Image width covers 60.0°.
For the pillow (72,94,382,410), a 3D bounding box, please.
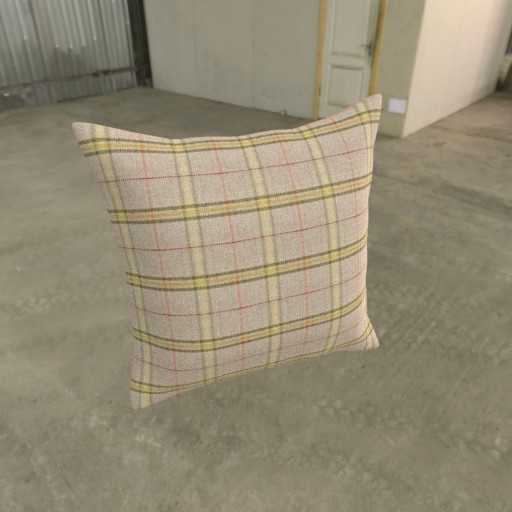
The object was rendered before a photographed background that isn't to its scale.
[{"bbox_3d":[0.000,0.000,0.690,0.453,0.430,0.200,-11,34,-16],"label":"pillow"}]
